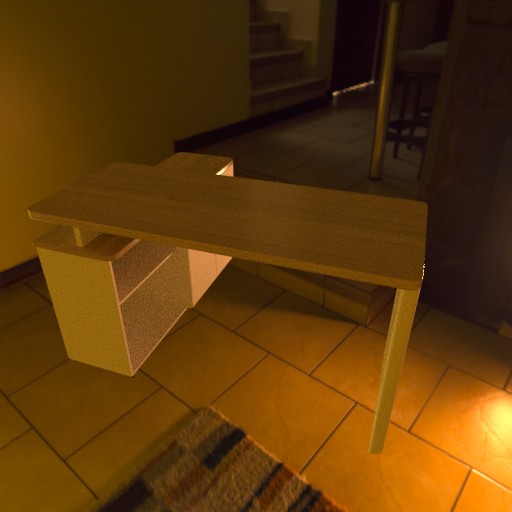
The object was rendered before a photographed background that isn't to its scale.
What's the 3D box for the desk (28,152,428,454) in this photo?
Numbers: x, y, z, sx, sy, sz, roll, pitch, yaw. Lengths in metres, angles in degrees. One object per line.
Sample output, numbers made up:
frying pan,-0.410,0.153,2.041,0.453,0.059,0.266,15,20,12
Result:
desk,0.000,0.000,2.095,1.400,0.770,1.175,10,32,17
